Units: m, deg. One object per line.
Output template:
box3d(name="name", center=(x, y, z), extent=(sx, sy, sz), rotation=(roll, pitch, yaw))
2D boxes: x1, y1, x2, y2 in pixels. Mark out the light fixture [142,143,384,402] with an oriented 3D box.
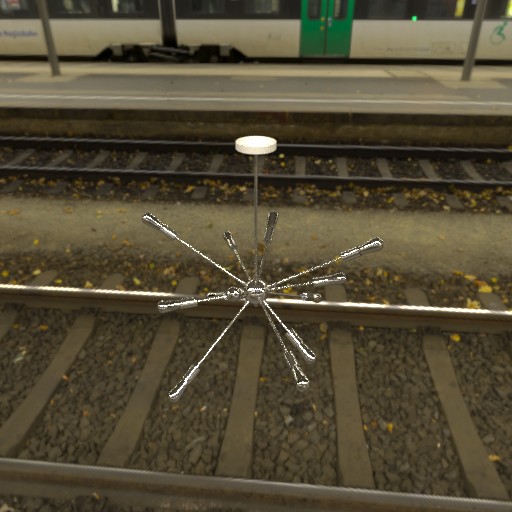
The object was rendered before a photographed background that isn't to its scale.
box3d(name="light fixture", center=(0.000, 0.000, 1.077), extent=(0.509, 0.558, 0.684), rotation=(-8, 31, -14))
